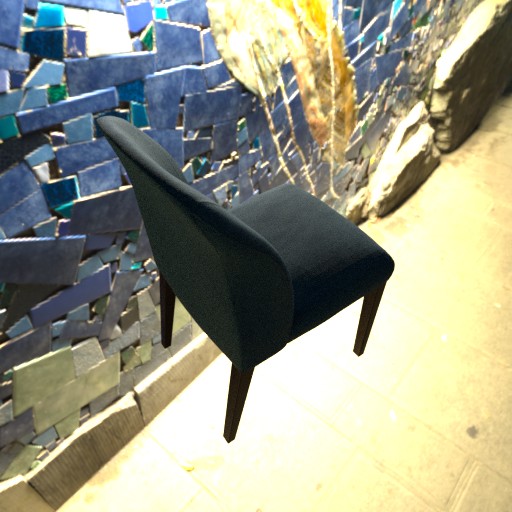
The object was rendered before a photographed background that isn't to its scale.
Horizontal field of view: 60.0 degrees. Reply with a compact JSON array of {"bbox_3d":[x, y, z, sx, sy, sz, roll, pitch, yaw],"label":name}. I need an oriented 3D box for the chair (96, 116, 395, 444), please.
[{"bbox_3d":[0.000,0.000,1.215,0.620,0.879,0.507,-25,48,-25],"label":"chair"}]
